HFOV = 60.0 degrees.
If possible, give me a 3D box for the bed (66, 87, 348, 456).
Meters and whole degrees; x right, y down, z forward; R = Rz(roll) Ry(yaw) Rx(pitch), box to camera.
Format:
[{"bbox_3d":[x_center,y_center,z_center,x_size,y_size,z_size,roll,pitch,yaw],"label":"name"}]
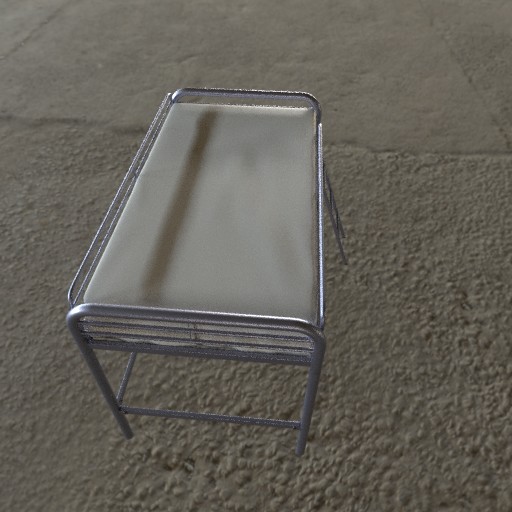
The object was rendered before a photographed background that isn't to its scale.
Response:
[{"bbox_3d":[0.000,0.000,2.842,1.415,1.288,1.965,4,46,4],"label":"bed"}]
